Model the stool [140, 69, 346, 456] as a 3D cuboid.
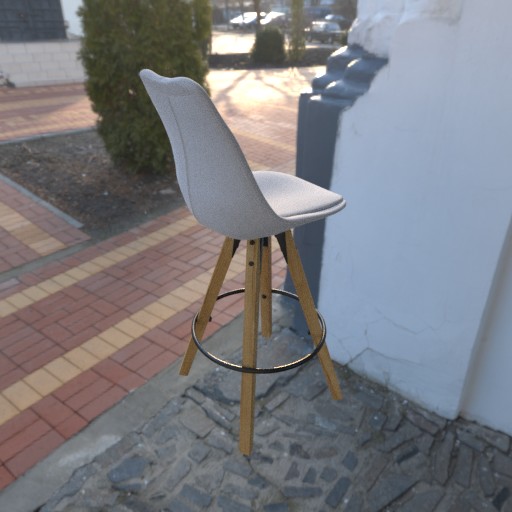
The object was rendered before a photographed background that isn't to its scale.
[{"bbox_3d":[0.000,0.000,1.413,0.550,1.115,0.484,-19,33,-30],"label":"stool"}]
